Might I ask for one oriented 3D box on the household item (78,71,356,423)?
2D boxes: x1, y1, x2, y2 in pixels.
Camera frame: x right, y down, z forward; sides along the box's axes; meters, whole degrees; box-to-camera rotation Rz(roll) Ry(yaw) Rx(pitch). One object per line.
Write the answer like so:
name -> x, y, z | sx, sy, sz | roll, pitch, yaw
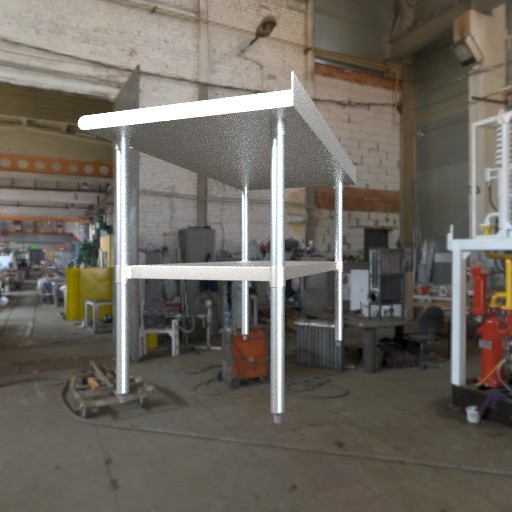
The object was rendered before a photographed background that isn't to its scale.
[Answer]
household item -> 0.000, 0.000, 1.694 | 0.610, 0.851, 1.219 | 0, 0, 19
